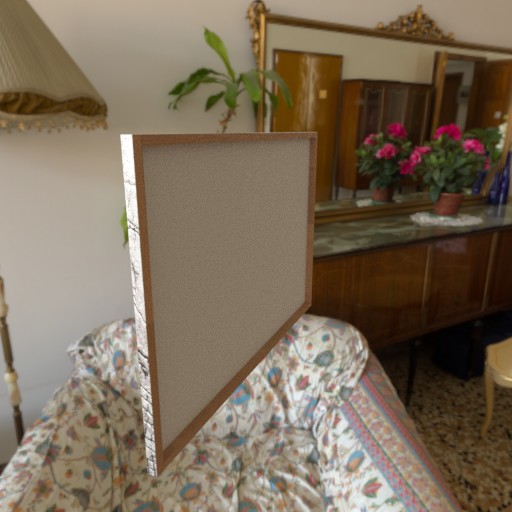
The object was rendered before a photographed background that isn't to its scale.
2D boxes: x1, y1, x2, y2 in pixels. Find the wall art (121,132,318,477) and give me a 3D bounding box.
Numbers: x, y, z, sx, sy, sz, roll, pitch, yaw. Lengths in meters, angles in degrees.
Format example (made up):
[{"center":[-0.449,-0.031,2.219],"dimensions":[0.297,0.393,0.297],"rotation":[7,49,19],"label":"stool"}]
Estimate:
[{"center":[0.000,0.000,1.133],"dimensions":[0.023,0.607,0.914],"rotation":[7,17,24],"label":"wall art"}]
